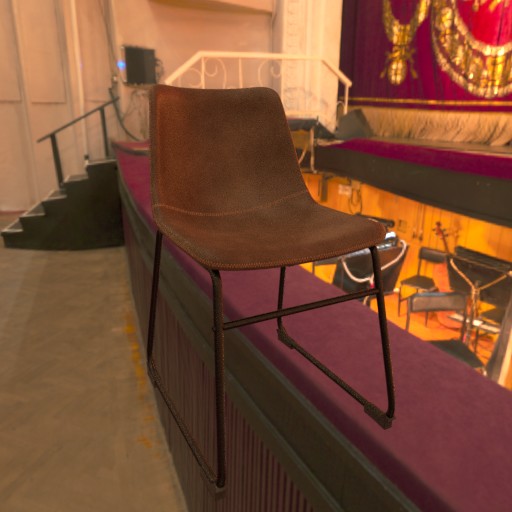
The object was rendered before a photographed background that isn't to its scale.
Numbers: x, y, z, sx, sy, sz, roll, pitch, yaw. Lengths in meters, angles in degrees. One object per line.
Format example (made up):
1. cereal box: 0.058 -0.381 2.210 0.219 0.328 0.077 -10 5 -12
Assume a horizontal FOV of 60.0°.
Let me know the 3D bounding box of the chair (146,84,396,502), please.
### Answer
1. chair: 0.000 0.000 1.056 0.460 0.780 0.551 -9 20 -26
